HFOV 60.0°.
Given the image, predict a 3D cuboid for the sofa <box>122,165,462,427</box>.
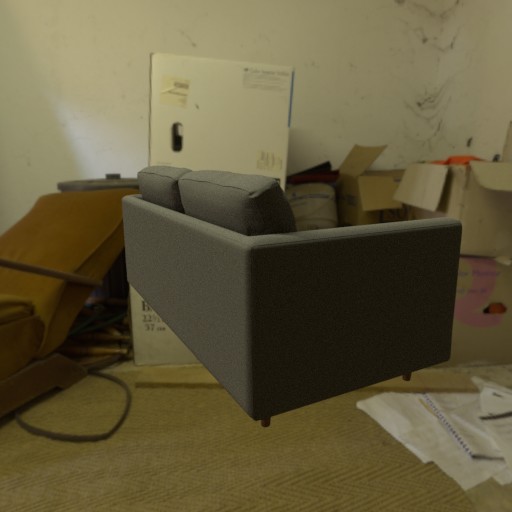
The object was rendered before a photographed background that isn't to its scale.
[{"bbox_3d":[0.000,0.000,2.205,0.940,0.866,1.713,-7,15,-27],"label":"sofa"}]
